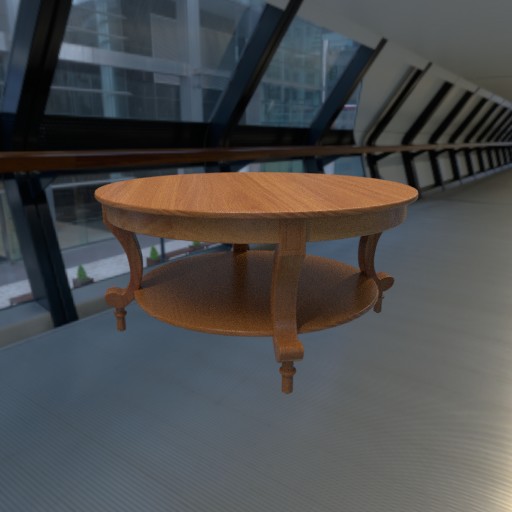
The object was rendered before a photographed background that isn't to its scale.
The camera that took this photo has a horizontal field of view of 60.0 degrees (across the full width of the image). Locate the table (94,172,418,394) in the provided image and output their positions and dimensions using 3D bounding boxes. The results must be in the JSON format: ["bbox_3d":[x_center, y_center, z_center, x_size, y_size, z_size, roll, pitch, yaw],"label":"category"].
[{"bbox_3d":[0.000,0.000,1.550,1.029,0.490,1.029,0,16,0],"label":"table"}]
